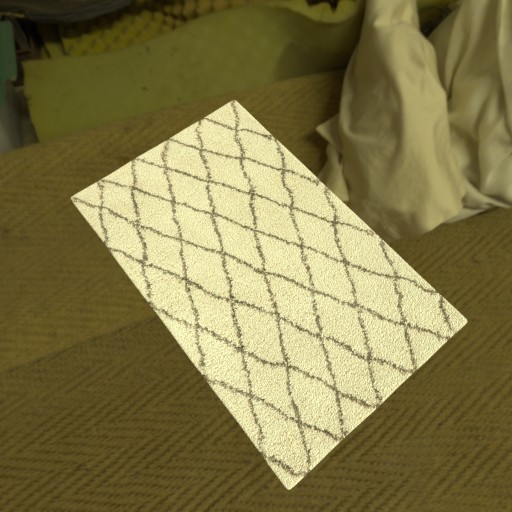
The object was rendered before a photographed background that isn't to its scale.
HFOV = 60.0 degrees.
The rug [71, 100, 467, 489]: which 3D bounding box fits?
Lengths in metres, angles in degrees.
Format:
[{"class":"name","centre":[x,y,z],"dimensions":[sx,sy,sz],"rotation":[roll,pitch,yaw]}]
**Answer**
[{"class":"rug","centre":[0.000,0.000,3.038],"dimensions":[1.524,0.030,2.438],"rotation":[-36,70,-16]}]
